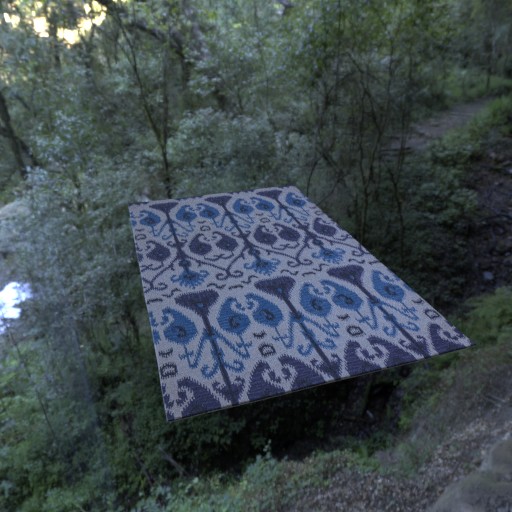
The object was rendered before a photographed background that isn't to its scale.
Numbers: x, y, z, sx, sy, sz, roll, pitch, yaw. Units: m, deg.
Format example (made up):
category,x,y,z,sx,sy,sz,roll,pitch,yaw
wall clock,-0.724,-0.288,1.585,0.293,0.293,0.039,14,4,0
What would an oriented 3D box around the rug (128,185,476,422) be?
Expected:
category,x,y,z,sx,sy,sz,roll,pitch,yaw
rug,0.000,0.000,2.102,1.072,0.013,1.698,-9,30,-16
